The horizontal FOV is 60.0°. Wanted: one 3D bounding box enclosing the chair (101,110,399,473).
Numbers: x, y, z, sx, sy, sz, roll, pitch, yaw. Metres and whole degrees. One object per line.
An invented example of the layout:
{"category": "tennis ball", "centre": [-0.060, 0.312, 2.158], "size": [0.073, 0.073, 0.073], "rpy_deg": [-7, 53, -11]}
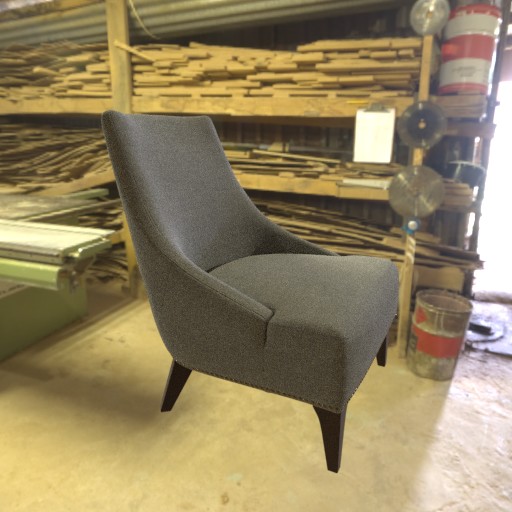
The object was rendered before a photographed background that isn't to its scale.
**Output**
{"category": "chair", "centre": [0.000, 0.000, 1.461], "size": [0.861, 0.909, 0.701], "rpy_deg": [8, 17, 26]}
